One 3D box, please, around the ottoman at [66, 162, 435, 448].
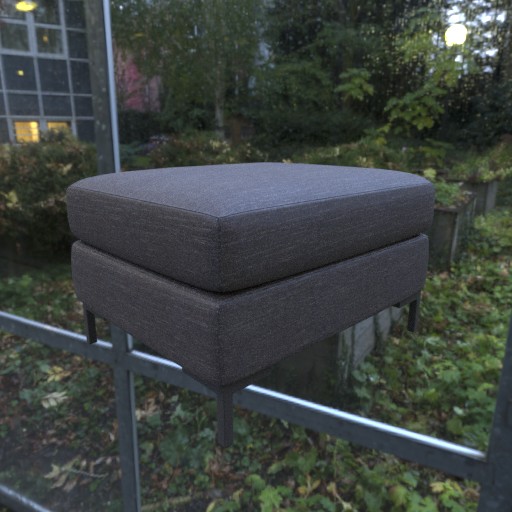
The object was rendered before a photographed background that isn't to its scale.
[{"bbox_3d":[0.000,0.000,1.250,0.820,0.490,0.671,-14,21,-42],"label":"ottoman"}]
